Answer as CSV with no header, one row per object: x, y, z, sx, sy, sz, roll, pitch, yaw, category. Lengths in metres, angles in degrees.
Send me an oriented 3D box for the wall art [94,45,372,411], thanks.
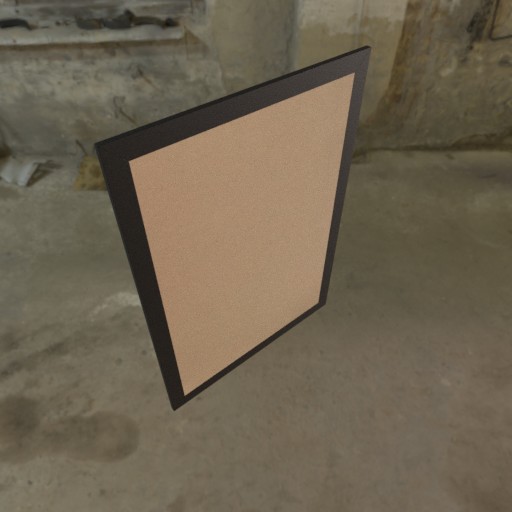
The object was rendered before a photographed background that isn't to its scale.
0.000,0.000,0.678,0.379,0.530,0.008,-30,53,-26,wall art
